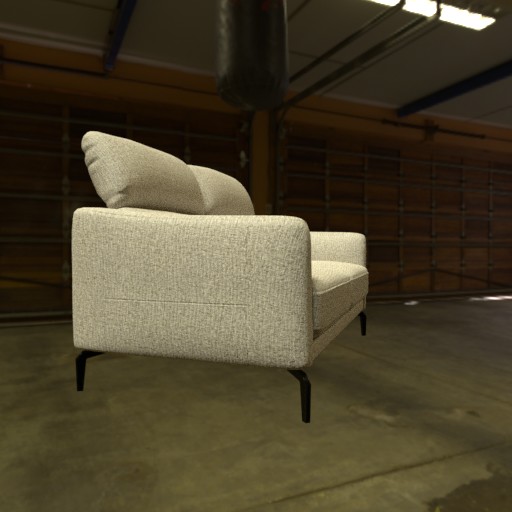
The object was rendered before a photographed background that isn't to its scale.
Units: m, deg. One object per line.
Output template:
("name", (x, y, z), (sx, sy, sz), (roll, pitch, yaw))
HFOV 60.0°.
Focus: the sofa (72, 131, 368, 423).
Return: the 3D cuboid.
("sofa", (0.000, 0.000, 2.088), (0.905, 0.950, 1.540), (0, 1, 20))
